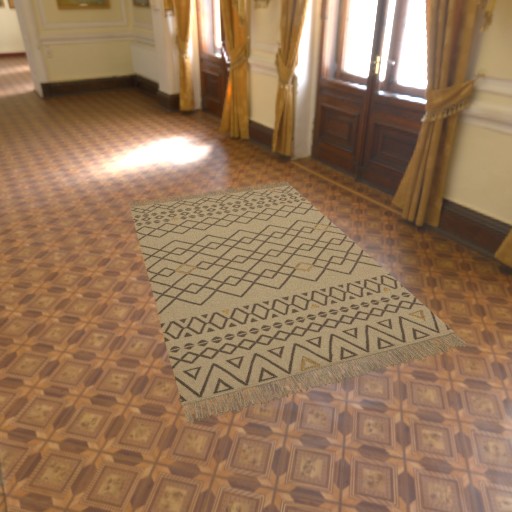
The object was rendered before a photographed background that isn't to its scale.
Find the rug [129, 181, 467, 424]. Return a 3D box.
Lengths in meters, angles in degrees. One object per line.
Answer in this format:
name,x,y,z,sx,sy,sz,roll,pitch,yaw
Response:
rug,0.000,0.000,3.096,1.495,0.035,2.472,-10,32,-17
